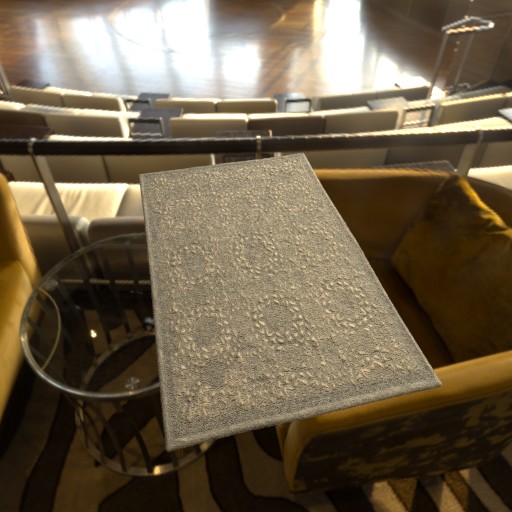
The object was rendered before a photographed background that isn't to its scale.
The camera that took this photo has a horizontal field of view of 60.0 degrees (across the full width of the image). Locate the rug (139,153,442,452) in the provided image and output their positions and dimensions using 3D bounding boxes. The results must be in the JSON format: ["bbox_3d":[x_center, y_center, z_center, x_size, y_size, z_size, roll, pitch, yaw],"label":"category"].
[{"bbox_3d":[0.000,0.000,3.204,1.535,0.022,2.498,-10,45,-10],"label":"rug"}]
